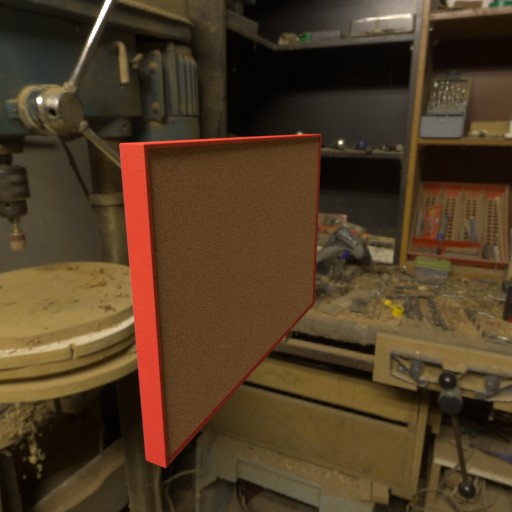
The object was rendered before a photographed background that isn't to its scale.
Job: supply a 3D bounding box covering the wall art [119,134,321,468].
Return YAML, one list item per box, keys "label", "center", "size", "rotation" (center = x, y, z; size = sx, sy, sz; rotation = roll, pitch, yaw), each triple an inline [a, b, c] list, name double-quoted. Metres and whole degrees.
- label: "wall art"
  center: [0.000, 0.000, 0.782]
  size: [0.033, 0.405, 0.607]
  rotation: [8, 18, 24]
